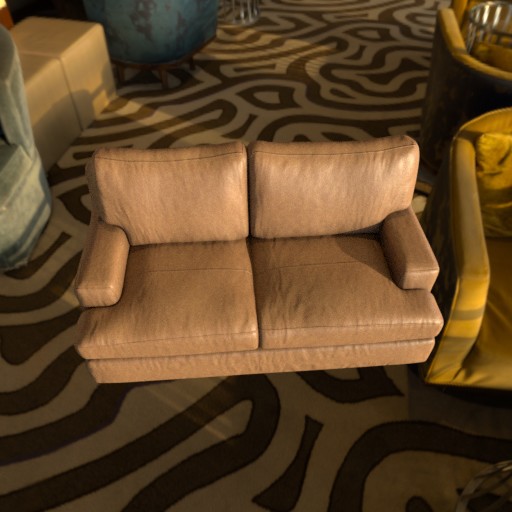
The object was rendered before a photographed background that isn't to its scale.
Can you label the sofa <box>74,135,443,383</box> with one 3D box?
[{"bbox_3d":[0.000,0.000,2.394,1.855,0.980,0.962,-3,47,-3],"label":"sofa"}]
